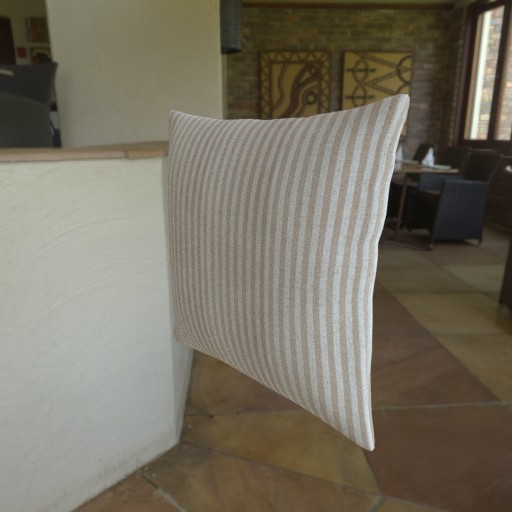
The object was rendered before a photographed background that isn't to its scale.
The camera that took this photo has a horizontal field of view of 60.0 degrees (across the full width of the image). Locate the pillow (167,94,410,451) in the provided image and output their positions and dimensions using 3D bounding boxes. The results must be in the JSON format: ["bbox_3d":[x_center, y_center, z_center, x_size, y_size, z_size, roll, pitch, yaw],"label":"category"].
[{"bbox_3d":[0.000,0.000,0.784,0.166,0.510,0.523,-15,21,-43],"label":"pillow"}]
